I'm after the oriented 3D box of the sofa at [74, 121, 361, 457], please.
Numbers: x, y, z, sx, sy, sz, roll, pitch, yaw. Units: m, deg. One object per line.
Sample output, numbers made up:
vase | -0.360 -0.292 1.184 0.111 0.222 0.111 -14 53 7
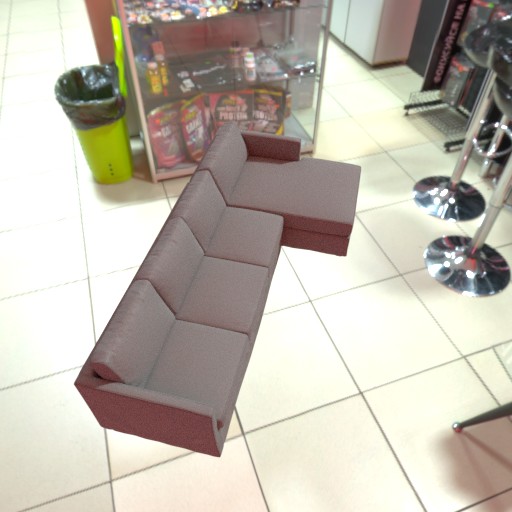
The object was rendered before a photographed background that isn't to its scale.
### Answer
sofa | 0.000 0.000 3.908 1.622 0.867 3.177 10 48 9
